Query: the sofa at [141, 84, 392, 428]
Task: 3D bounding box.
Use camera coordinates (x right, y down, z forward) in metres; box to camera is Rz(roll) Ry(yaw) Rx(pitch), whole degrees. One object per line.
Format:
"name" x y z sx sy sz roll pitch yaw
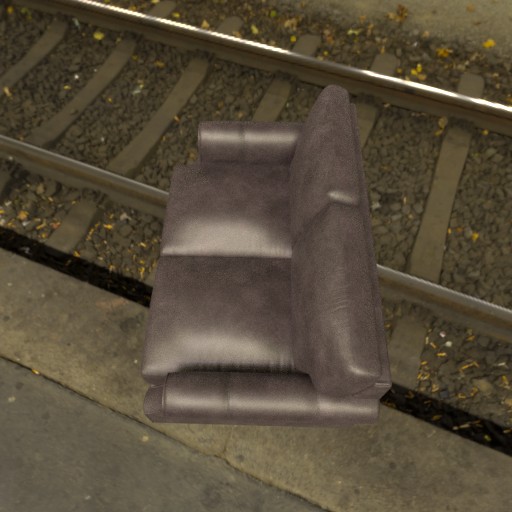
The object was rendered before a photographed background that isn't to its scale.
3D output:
"sofa" 0.000 0.000 2.286 1.030 0.979 1.663 1 59 1
